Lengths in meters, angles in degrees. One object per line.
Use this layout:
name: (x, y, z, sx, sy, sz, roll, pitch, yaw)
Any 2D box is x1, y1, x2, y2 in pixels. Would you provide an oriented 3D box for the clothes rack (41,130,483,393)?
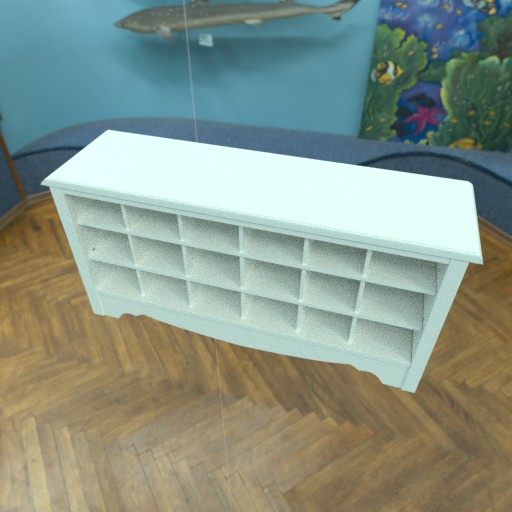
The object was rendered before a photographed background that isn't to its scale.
clothes rack: (0.000, 0.000, 1.359, 1.120, 0.531, 0.324, 11, 42, 13)
